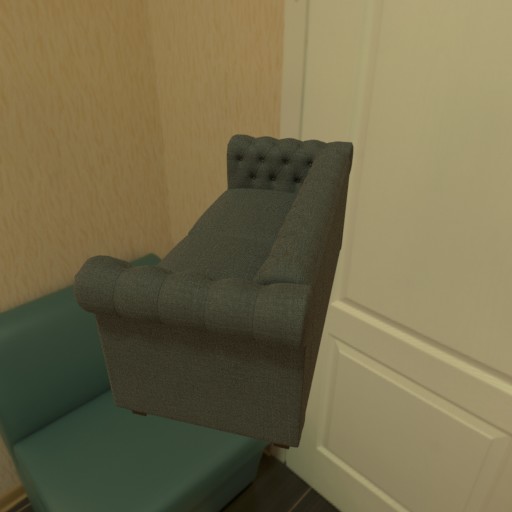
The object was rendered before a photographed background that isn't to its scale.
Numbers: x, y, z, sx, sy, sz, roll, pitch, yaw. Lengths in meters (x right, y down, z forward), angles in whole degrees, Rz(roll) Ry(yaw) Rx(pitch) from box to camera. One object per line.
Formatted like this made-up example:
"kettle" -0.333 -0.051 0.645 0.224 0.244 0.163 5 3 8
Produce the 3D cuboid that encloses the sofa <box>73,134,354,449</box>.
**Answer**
"sofa" 0.000 0.000 2.250 0.783 0.797 1.798 8 31 13
